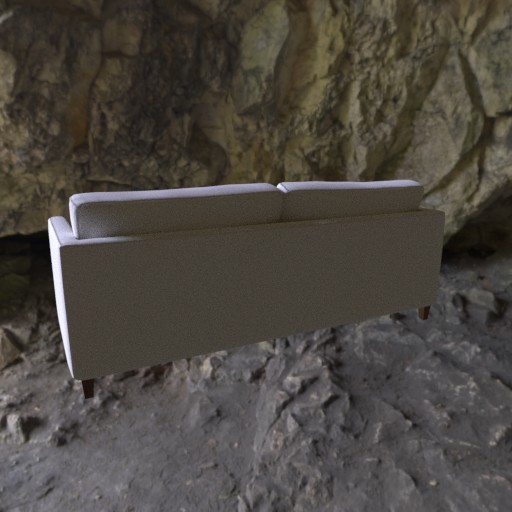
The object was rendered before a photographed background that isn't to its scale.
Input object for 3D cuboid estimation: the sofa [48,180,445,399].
[{"bbox_3d":[0.000,0.000,2.848,2.361,0.962,0.951,-7,15,-26],"label":"sofa"}]
